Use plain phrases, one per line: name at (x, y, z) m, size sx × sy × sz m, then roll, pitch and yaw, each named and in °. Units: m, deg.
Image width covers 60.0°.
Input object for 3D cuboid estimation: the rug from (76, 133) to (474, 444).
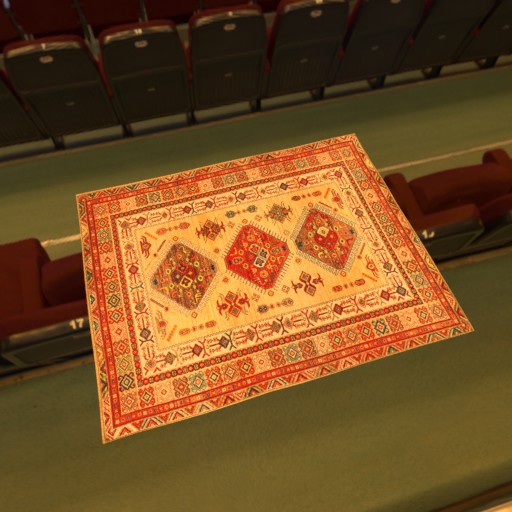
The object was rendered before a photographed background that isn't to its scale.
rug at (0.000, 0.000, 4.085) m, size 3.067 × 0.005 × 2.460 m, roll -14°, pitch 59°, yaw -9°
